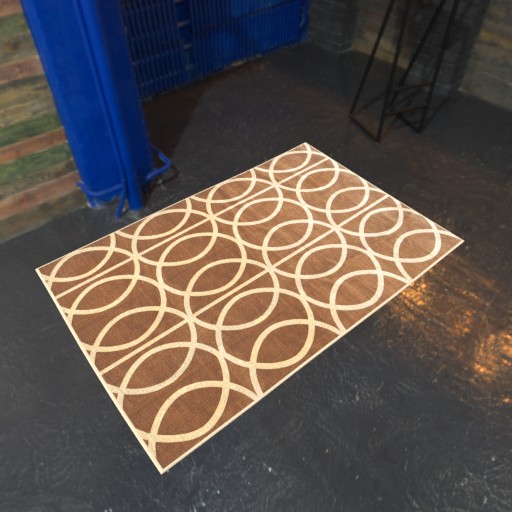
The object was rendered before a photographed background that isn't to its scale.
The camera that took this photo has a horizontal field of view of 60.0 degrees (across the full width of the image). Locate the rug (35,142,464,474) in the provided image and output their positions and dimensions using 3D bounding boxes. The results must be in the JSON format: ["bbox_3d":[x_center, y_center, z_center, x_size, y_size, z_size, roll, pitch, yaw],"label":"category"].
[{"bbox_3d":[0.000,0.000,2.812,2.294,0.014,1.528,-30,54,-26],"label":"rug"}]
